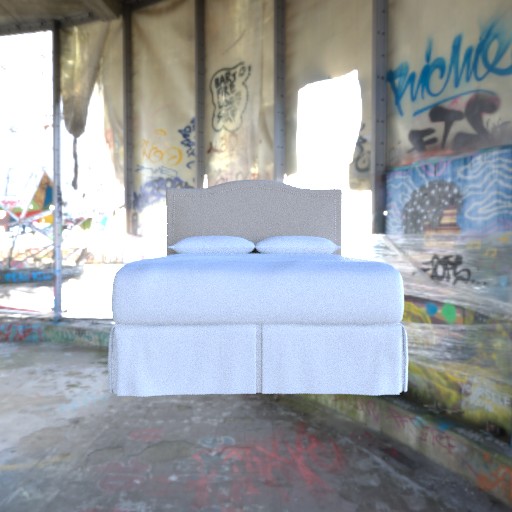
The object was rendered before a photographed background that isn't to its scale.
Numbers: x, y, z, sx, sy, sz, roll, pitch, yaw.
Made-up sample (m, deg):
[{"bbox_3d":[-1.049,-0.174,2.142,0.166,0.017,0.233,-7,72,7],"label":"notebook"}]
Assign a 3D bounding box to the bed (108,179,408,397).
[{"bbox_3d":[0.000,0.000,3.284,1.678,1.398,2.052,0,2,-1],"label":"bed"}]
